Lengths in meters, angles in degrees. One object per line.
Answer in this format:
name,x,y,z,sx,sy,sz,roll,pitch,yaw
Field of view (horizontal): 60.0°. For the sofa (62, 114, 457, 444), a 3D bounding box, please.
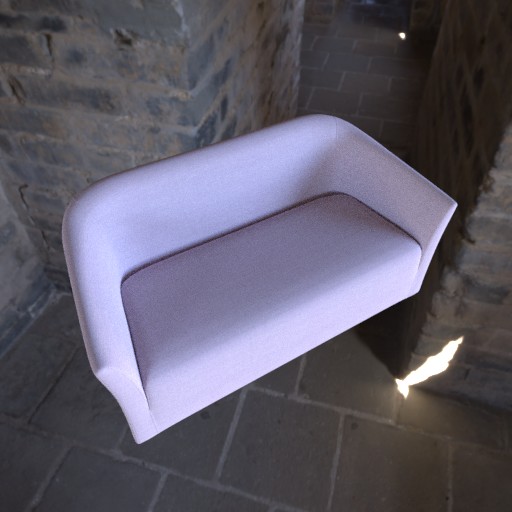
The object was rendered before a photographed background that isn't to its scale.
sofa,0.000,0.000,1.842,1.452,0.721,0.705,-23,50,-21
